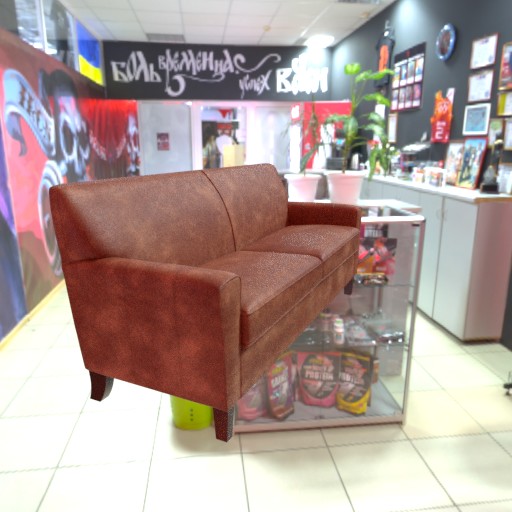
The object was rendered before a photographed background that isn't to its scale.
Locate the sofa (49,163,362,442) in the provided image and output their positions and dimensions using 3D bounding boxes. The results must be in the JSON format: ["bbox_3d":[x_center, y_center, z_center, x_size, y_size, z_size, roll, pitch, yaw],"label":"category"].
[{"bbox_3d":[0.000,0.000,2.535,0.805,0.947,2.053,7,16,25],"label":"sofa"}]
